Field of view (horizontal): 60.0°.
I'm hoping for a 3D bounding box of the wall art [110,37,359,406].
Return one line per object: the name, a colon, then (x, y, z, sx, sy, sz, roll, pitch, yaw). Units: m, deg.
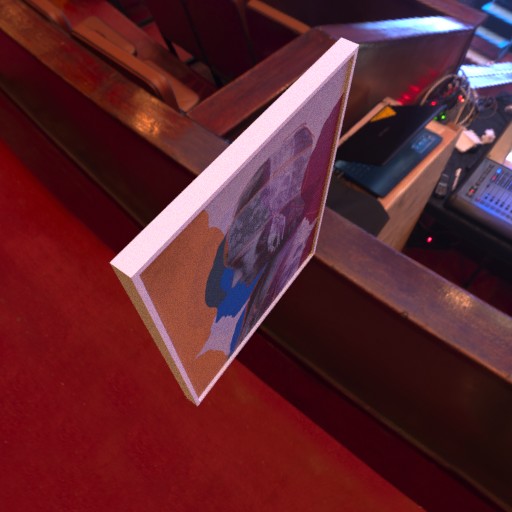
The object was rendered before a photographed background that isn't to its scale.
wall art: (0.000, 0.000, 0.752, 0.030, 0.549, 0.443, 32, 64, 17)
